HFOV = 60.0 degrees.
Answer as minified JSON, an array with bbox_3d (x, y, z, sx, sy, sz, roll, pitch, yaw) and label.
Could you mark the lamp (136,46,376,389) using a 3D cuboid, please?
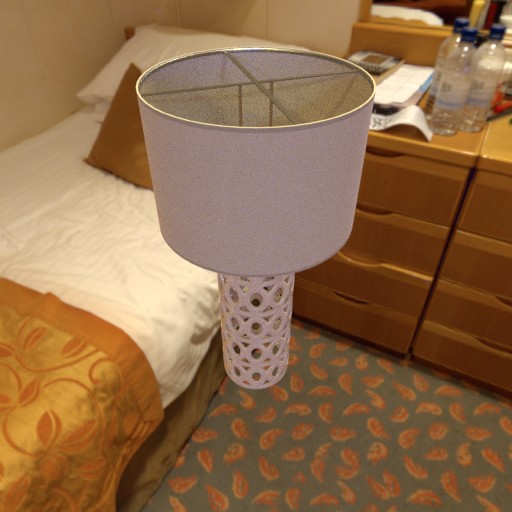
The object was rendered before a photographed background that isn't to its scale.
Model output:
[{"bbox_3d":[0.000,0.000,0.816,0.325,0.636,0.324,-12,41,-14],"label":"lamp"}]
